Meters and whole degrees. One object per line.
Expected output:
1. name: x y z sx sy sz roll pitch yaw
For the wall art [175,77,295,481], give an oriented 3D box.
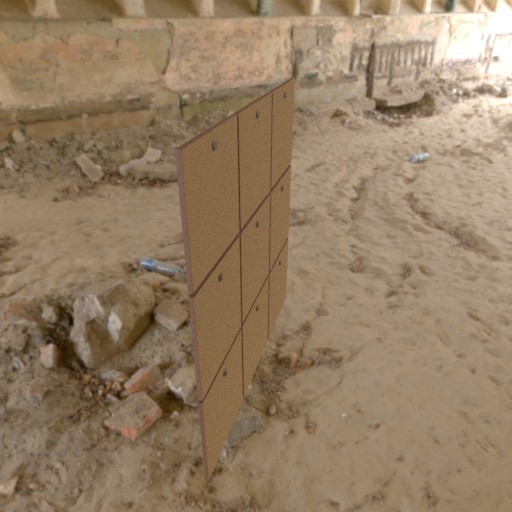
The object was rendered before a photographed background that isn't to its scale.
1. wall art: 0.000 0.000 1.823 0.024 1.218 1.221 8 30 14
